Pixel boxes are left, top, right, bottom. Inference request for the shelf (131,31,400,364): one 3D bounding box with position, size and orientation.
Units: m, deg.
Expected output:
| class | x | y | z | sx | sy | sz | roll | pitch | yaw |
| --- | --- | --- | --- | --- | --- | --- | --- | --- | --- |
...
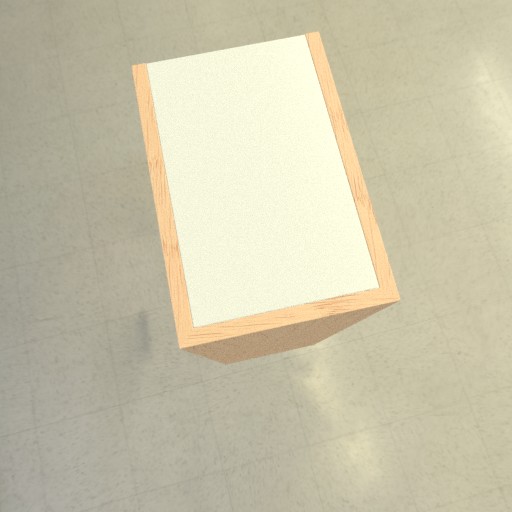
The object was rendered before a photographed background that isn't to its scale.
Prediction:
| class | x | y | z | sx | sy | sz | roll | pitch | yaw |
| --- | --- | --- | --- | --- | --- | --- | --- | --- | --- |
| shelf | 0.000 | 0.000 | 0.710 | 0.200 | 0.600 | 0.290 | -12 | 75 | -3 |
